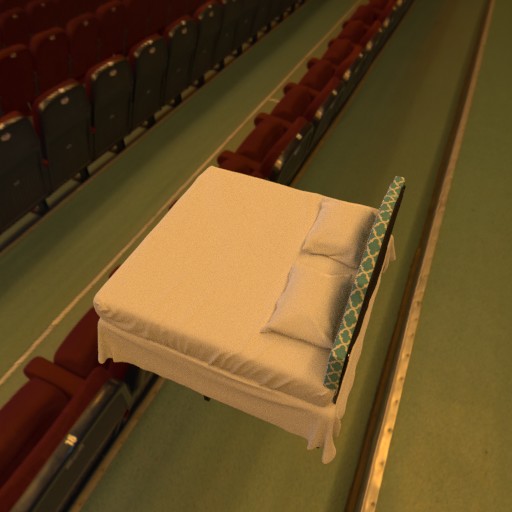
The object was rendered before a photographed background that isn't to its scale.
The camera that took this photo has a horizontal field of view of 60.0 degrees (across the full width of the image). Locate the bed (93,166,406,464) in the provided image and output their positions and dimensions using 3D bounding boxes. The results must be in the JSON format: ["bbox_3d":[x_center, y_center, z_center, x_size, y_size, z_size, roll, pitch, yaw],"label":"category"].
[{"bbox_3d":[0.000,0.000,3.791,2.222,1.601,2.314,17,48,16],"label":"bed"}]
